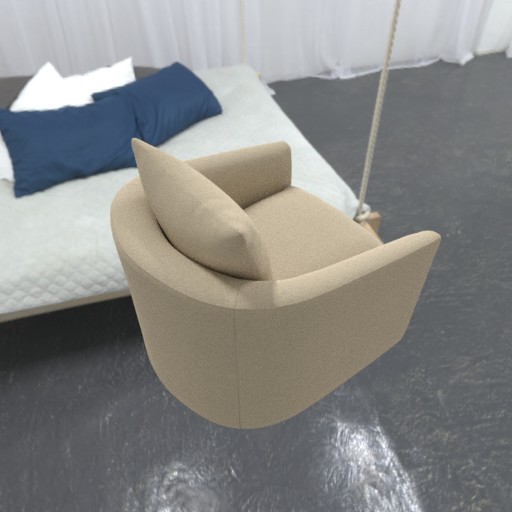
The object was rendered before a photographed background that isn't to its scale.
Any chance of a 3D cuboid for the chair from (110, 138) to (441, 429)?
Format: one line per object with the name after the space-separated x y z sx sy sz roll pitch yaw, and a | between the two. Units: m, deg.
0.000 0.000 1.583 0.910 0.848 0.845 -26 48 -26 | chair
